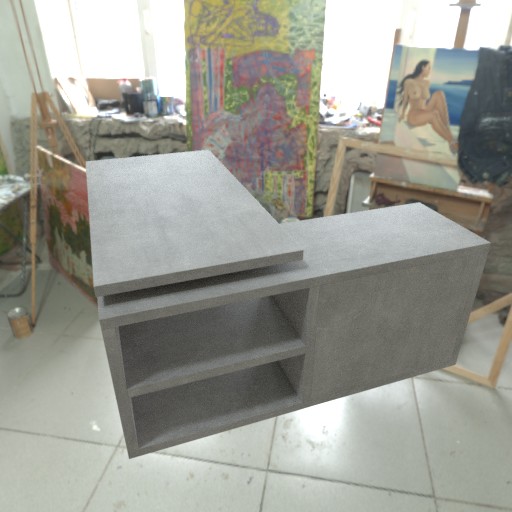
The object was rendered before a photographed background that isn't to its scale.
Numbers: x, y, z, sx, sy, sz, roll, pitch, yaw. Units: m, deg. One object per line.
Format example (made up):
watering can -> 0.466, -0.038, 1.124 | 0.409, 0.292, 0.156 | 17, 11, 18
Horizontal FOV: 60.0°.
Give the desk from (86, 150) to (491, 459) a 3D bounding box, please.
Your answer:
desk -> 0.000, 0.000, 2.271 | 1.500, 0.740, 1.400 | -10, 31, -17
